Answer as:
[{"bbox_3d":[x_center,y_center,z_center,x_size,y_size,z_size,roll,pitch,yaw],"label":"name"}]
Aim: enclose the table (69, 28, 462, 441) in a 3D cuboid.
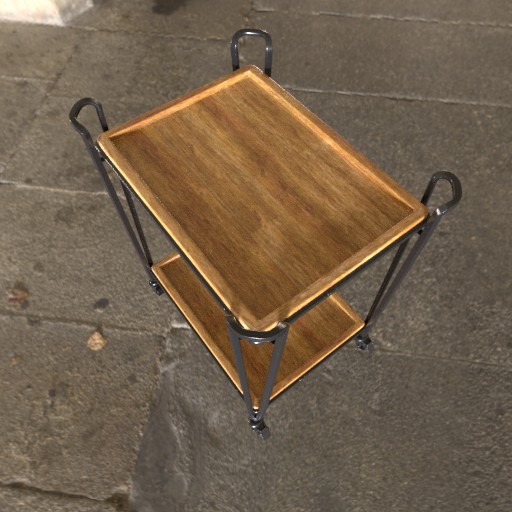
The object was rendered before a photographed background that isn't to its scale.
[{"bbox_3d":[0.000,0.000,1.183,0.505,0.785,0.672,-33,64,-19],"label":"table"}]
